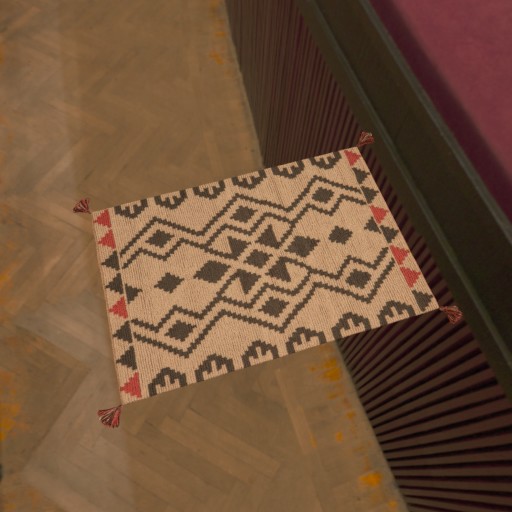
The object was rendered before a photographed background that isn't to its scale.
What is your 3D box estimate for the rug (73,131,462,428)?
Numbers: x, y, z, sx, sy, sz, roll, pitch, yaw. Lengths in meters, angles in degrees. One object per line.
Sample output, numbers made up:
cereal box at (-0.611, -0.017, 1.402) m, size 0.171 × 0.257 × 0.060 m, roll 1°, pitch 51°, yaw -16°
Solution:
rug at (0.000, 0.000, 2.659) m, size 2.069 × 0.067 × 1.444 m, roll -15°, pitch 65°, yaw -7°
